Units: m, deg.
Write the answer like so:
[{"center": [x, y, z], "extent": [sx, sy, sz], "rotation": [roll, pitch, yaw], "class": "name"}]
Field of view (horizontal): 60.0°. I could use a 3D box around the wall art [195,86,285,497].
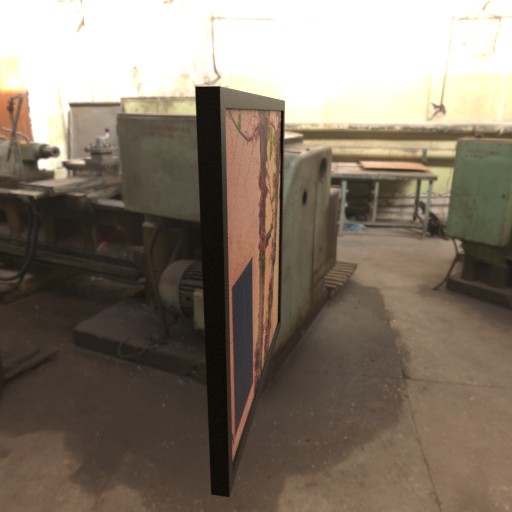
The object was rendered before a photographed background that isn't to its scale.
[{"center": [0.000, 0.000, 1.121], "extent": [0.038, 0.762, 0.762], "rotation": [3, 18, 10], "class": "wall art"}]
